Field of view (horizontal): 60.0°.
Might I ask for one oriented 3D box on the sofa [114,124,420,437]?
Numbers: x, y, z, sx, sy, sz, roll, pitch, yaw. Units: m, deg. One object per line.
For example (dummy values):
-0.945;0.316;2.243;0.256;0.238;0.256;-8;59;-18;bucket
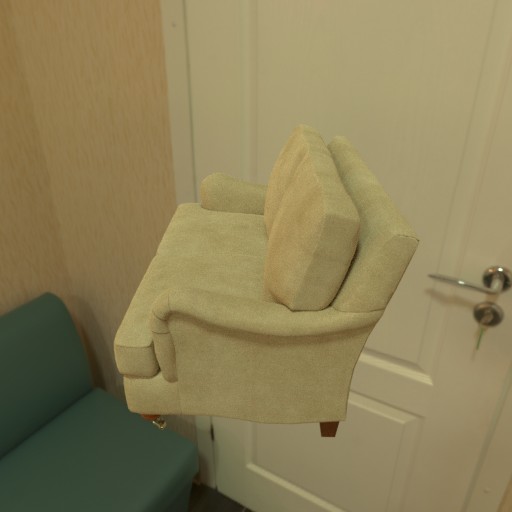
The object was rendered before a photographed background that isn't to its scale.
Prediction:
0.000;0.000;2.260;1.086;1.087;1.498;1;28;1;sofa
